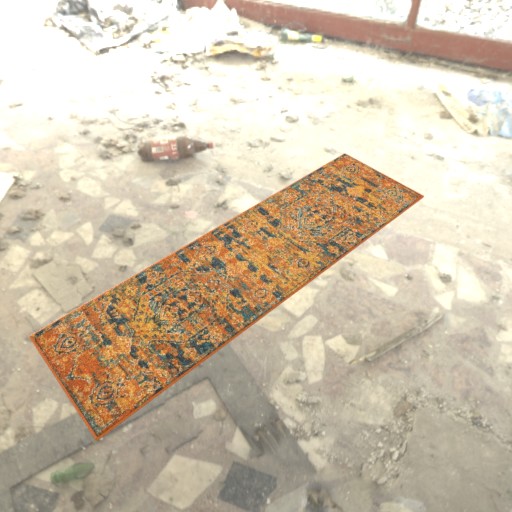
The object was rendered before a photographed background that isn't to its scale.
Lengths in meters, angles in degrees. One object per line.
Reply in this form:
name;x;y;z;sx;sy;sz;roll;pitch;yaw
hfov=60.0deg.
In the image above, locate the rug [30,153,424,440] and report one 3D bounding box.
rug;0.000;0.000;2.430;2.274;0.016;0.651;-33;55;-28
